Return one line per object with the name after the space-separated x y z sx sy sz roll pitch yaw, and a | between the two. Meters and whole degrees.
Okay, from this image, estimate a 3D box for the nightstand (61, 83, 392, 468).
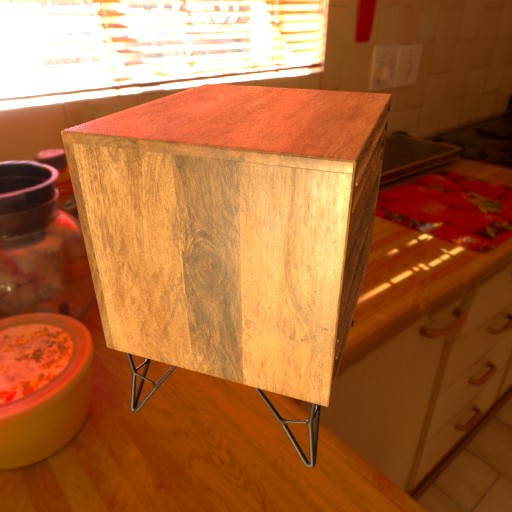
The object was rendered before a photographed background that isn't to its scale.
0.000 0.000 0.872 0.406 0.559 0.457 10 31 17 | nightstand
